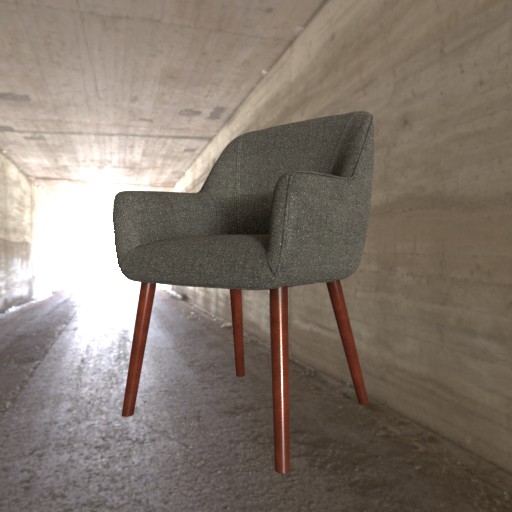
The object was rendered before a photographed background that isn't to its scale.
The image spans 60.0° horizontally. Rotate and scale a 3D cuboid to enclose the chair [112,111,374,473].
[{"bbox_3d":[0.000,0.000,1.164,0.543,0.803,0.519,1,2,36],"label":"chair"}]
